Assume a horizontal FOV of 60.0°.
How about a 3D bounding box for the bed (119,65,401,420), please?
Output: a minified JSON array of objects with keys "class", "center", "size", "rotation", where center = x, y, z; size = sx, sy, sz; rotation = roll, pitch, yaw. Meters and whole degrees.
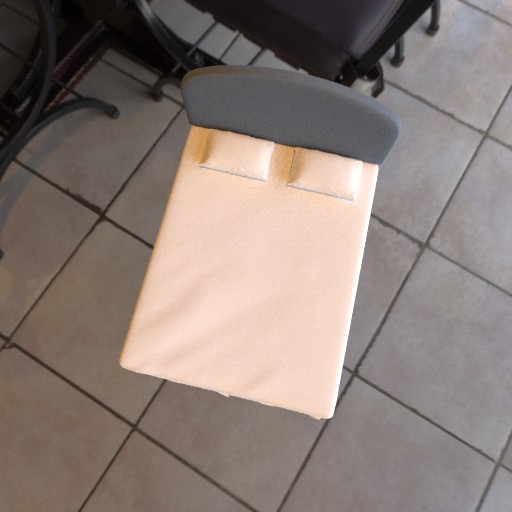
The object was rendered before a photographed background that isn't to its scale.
[{"class":"bed","center":[0.000,0.000,3.103],"size":[1.607,1.410,2.005],"rotation":[13,76,3]}]
